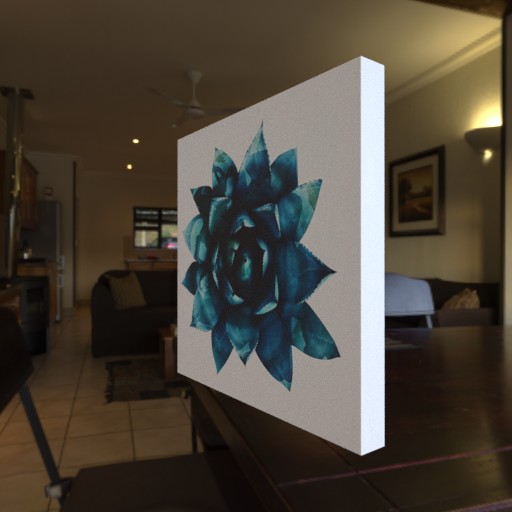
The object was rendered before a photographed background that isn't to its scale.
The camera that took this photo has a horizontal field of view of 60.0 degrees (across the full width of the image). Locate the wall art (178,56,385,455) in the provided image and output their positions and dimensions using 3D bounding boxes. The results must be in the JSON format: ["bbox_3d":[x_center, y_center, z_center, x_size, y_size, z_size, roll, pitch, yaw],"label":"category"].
[{"bbox_3d":[0.000,0.000,0.624,0.038,0.406,0.406,0,0,-37],"label":"wall art"}]
